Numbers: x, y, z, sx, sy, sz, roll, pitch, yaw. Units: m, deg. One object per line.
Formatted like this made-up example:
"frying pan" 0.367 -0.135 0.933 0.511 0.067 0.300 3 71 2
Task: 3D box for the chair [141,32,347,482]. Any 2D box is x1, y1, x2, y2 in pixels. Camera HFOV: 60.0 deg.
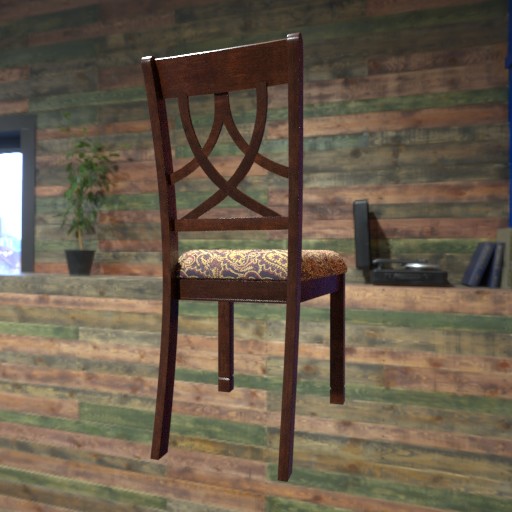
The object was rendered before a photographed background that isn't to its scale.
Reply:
"chair" 0.000 0.000 1.278 0.457 0.965 0.584 0 1 18
